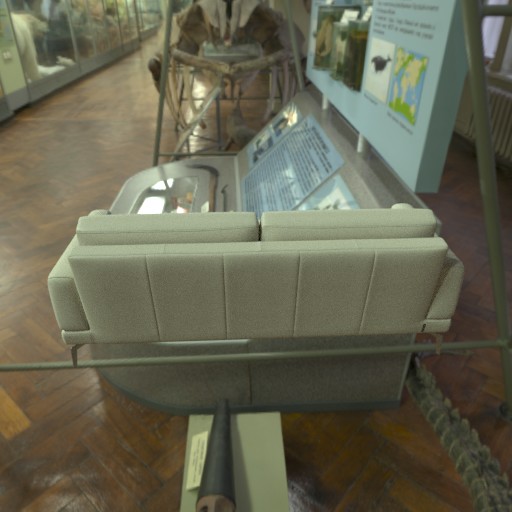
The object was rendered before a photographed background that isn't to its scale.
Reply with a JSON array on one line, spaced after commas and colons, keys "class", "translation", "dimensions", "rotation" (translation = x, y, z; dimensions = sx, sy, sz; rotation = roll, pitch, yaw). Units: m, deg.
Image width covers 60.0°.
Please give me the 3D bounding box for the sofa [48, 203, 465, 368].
[{"class": "sofa", "translation": [0.000, 0.000, 2.437], "dimensions": [1.940, 0.765, 0.974], "rotation": [-1, 30, -3]}]
